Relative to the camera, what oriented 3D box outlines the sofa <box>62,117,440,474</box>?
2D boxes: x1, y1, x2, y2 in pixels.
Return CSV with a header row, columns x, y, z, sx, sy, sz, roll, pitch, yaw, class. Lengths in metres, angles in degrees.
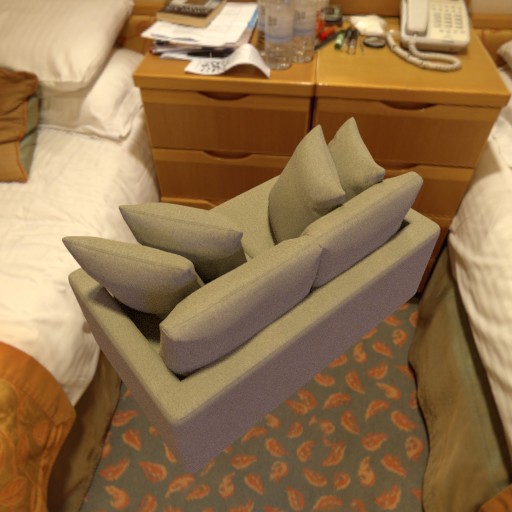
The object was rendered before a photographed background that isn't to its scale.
x,y,z,sx,sy,sz,roll,pitch,yaw,class
0.000,0.000,2.587,1.869,1.080,1.228,-31,53,-27,sofa
